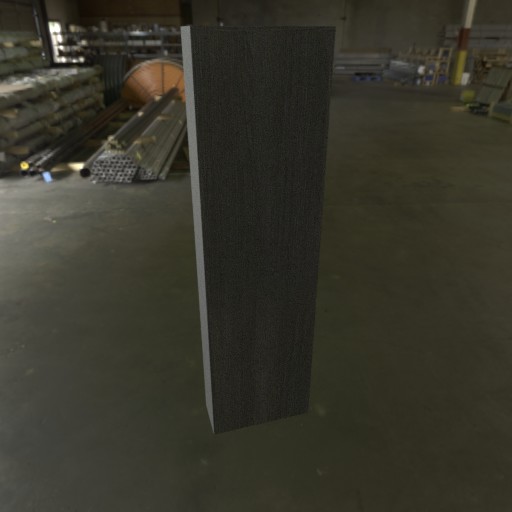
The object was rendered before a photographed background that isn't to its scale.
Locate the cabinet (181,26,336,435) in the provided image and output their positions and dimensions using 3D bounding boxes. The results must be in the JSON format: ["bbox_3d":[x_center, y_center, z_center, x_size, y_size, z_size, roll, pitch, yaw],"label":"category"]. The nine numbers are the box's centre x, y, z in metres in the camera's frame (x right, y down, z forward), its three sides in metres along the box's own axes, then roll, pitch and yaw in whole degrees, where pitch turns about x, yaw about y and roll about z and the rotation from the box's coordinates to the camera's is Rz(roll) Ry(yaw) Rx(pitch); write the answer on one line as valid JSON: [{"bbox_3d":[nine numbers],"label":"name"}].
[{"bbox_3d":[0.000,0.000,1.947,0.500,1.790,0.230,-8,28,-15],"label":"cabinet"}]
